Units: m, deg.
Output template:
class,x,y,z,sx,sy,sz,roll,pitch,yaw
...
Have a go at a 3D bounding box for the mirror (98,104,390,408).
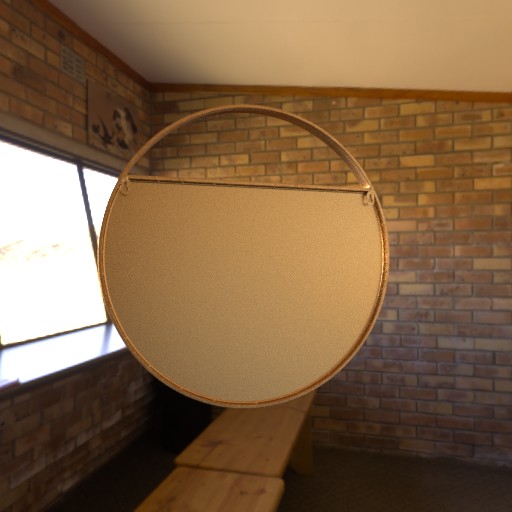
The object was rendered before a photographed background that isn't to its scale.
class,x,y,z,sx,sy,sz,roll,pitch,yaw
mirror,0.000,0.000,0.842,0.565,0.565,0.032,0,-1,-17
